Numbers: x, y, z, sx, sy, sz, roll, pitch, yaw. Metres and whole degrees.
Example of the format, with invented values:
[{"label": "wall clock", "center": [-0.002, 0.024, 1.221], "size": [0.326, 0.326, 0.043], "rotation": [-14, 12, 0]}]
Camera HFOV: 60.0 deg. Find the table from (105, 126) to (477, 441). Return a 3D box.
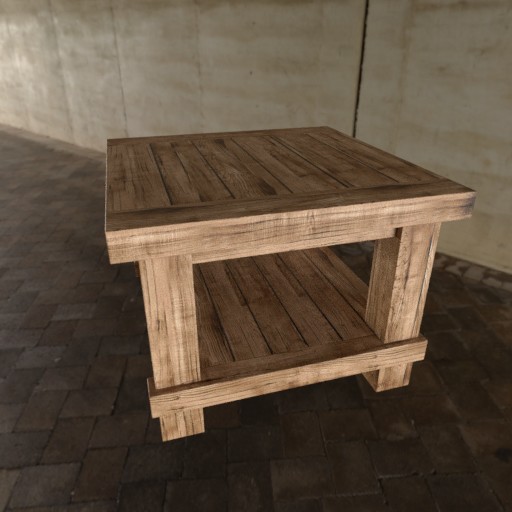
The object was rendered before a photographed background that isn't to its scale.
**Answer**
[{"label": "table", "center": [0.000, 0.000, 1.044], "size": [0.610, 0.457, 0.610], "rotation": [-8, 28, -15]}]
